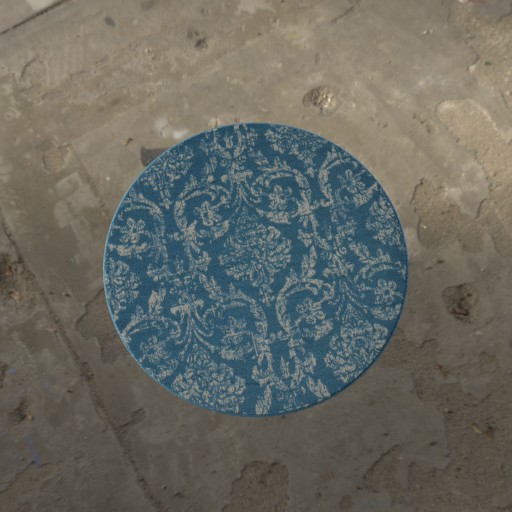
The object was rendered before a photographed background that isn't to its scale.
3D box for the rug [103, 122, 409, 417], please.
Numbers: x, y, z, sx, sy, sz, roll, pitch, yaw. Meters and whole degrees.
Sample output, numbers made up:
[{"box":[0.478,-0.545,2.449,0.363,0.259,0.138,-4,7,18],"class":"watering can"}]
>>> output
[{"box":[0.000,0.000,2.322,1.593,0.012,1.593,0,74,0],"class":"rug"}]
